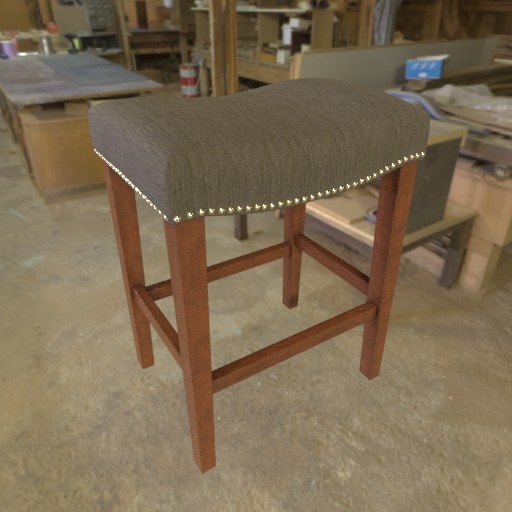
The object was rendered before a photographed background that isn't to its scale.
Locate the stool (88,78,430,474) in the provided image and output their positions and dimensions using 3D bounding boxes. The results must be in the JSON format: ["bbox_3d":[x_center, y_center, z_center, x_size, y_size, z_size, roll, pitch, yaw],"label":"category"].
[{"bbox_3d":[0.000,0.000,0.933,0.504,0.654,0.372,-18,35,-27],"label":"stool"}]
